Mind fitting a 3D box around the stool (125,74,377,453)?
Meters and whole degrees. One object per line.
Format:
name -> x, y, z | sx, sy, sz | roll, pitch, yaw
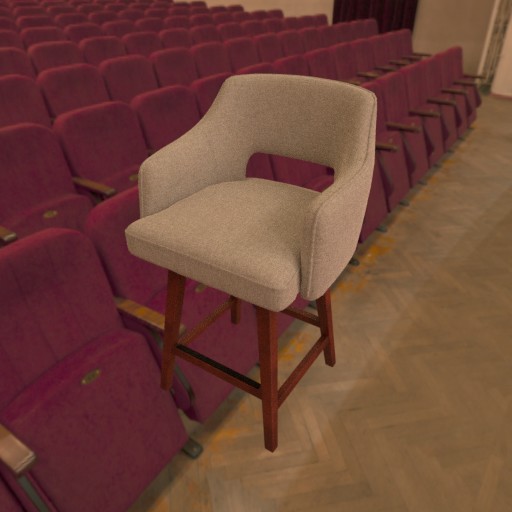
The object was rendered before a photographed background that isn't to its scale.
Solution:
stool -> 0.000, 0.000, 1.333 | 0.599, 0.944, 0.558 | 19, 36, 28
